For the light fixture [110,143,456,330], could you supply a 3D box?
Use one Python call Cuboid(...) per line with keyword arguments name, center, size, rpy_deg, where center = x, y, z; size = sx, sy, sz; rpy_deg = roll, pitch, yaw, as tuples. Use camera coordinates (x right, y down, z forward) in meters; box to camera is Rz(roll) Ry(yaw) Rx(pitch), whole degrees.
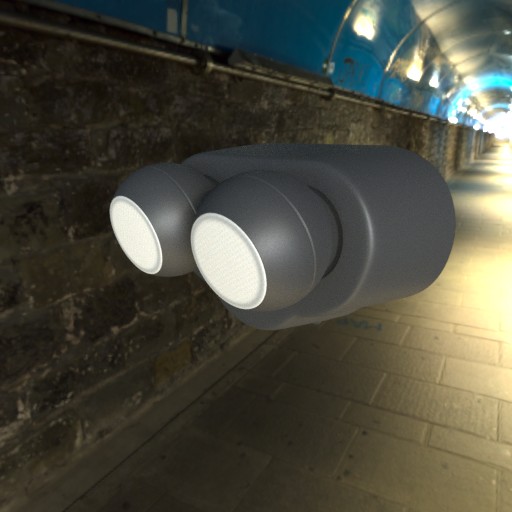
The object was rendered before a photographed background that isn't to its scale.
Cuboid(name="light fixture", center=(0.000, 0.000, 0.331), size=(0.229, 0.159, 0.159), rpy_deg=(15, 21, 42))
